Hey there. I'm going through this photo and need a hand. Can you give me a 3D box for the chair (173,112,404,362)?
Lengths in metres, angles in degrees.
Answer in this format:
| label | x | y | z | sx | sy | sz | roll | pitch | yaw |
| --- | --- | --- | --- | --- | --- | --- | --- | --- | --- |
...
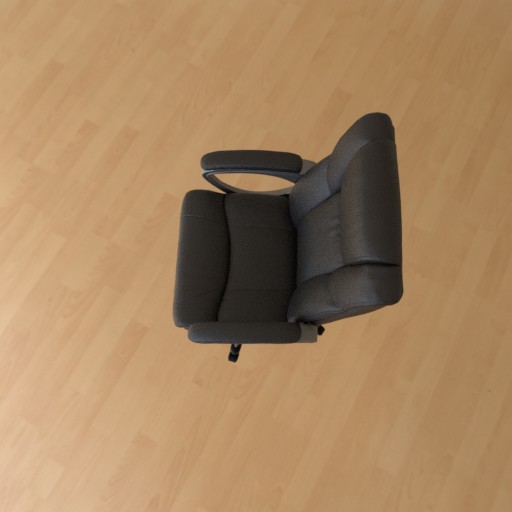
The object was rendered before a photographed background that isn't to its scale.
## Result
| label | x | y | z | sx | sy | sz | roll | pitch | yaw |
| --- | --- | --- | --- | --- | --- | --- | --- | --- | --- |
| chair | 0.000 | 0.000 | 1.592 | 0.719 | 1.130 | 0.721 | 3 | 75 | 1 |
